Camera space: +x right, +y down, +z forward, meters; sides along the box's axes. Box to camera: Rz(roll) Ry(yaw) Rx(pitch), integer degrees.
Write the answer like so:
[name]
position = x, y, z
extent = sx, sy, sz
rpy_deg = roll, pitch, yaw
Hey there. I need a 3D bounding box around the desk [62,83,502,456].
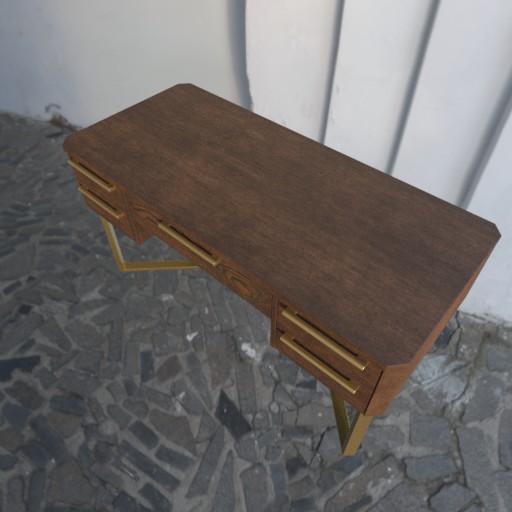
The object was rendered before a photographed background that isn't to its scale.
[desk]
position = 0.000, 0.000, 1.819
extent = 1.479, 0.762, 0.684
rpy_deg = 33, 56, 27
